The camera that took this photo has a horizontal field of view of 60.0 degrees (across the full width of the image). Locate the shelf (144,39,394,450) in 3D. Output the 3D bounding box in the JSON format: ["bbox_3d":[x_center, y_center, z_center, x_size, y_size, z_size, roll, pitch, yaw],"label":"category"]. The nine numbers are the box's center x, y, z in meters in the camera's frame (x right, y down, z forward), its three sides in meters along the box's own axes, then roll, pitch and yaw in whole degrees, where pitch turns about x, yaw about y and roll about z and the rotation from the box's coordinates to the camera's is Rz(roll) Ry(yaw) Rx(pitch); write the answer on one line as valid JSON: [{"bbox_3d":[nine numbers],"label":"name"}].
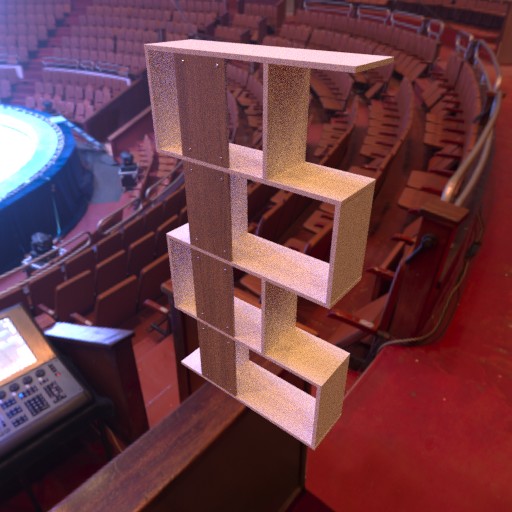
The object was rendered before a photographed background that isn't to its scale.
[{"bbox_3d":[0.000,0.000,1.947,0.890,1.650,0.250,22,38,32],"label":"shelf"}]
